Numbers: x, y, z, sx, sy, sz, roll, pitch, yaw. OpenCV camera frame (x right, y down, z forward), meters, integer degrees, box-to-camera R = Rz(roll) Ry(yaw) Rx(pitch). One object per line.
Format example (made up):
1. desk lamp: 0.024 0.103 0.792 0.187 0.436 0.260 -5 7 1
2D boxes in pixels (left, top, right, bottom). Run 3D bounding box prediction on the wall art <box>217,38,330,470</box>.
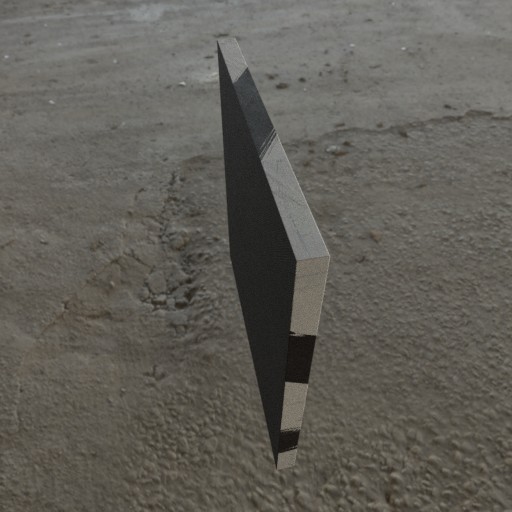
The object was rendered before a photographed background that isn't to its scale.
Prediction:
1. wall art: 0.000 0.000 1.105 0.046 0.765 0.765 -8 46 -8
